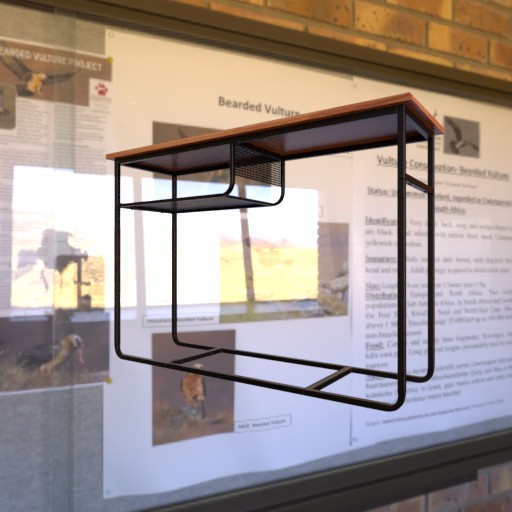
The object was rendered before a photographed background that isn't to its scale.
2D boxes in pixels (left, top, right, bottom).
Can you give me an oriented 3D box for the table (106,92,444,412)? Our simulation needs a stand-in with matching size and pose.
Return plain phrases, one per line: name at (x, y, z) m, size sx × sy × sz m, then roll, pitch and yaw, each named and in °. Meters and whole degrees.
table at (0.000, 0.000, 1.466) m, size 1.100 × 0.750 × 0.350 m, roll 0°, pitch 0°, yaw 34°
